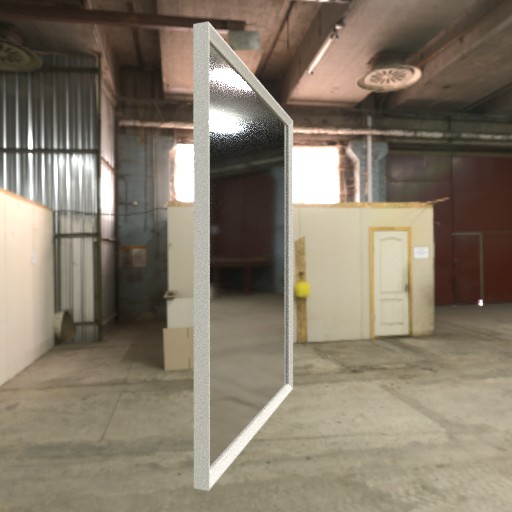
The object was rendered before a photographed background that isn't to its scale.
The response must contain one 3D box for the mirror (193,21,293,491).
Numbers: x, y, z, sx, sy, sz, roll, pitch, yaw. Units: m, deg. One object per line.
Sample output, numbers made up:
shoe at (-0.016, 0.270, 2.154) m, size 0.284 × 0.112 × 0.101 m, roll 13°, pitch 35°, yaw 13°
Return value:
mirror at (0.000, 0.000, 1.326) m, size 0.041 × 1.016 × 0.762 m, roll 0°, pitch 0°, yaw 19°
